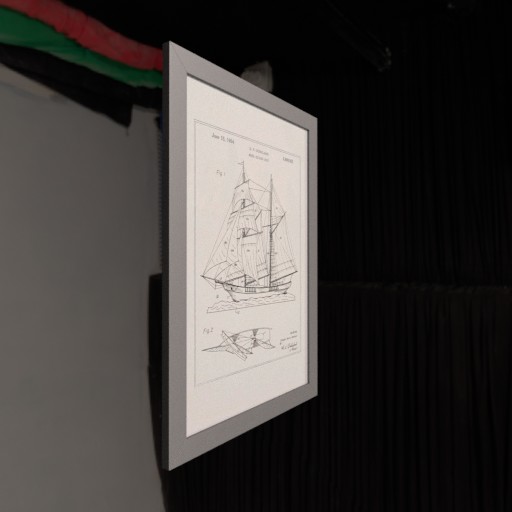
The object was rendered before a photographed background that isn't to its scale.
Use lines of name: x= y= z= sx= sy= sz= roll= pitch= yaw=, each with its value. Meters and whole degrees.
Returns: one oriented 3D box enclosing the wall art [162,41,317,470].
wall art: x=0.000 y=0.000 z=0.706 sx=0.013 sy=0.534 sz=0.380 roll=0 pitch=0 yaw=36
